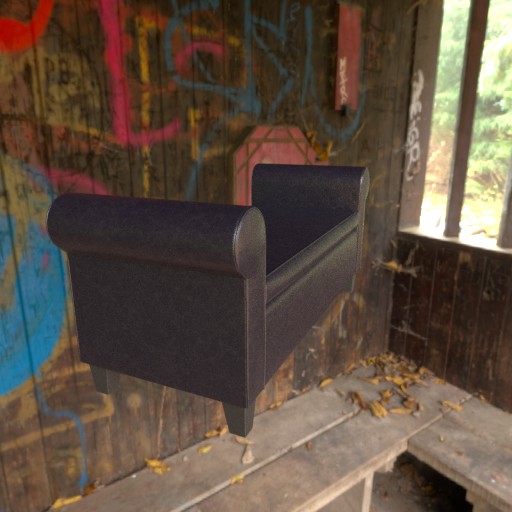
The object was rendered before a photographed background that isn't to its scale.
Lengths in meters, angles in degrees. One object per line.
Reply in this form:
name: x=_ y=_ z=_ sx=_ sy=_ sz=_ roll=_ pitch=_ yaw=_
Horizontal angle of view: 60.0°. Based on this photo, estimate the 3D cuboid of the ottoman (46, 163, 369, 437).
ottoman: x=0.000 y=0.000 z=1.536 sx=0.521 sy=0.547 sz=1.256 roll=7 pitch=17 yaw=24
